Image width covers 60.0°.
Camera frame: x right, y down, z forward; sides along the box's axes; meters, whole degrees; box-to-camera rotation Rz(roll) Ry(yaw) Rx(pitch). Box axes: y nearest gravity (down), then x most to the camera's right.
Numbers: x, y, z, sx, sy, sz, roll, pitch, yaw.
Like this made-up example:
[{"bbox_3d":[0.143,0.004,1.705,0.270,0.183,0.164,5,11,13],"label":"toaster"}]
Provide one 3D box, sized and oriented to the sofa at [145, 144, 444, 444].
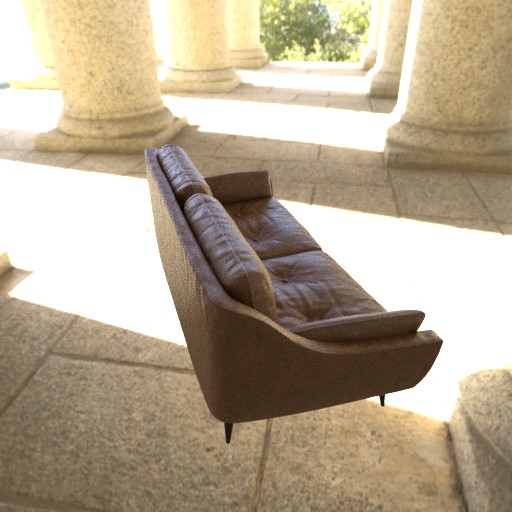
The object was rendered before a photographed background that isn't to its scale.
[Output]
[{"bbox_3d":[0.000,0.000,2.351,0.904,0.839,1.902,-10,32,-16],"label":"sofa"}]
